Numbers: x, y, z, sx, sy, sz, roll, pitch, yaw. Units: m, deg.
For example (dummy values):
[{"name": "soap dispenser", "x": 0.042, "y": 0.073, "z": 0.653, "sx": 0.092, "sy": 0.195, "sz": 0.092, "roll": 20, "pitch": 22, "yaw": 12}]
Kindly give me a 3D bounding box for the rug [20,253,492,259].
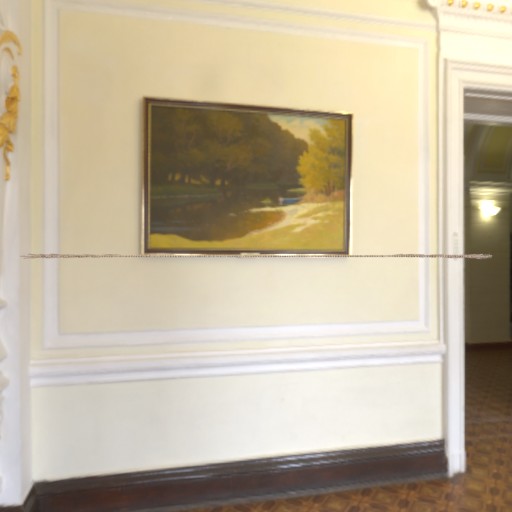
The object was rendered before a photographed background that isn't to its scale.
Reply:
[{"name": "rug", "x": 0.000, "y": 0.000, "z": 2.477, "sx": 2.021, "sy": 0.027, "sz": 1.224, "roll": 0, "pitch": 0, "yaw": 0}]
